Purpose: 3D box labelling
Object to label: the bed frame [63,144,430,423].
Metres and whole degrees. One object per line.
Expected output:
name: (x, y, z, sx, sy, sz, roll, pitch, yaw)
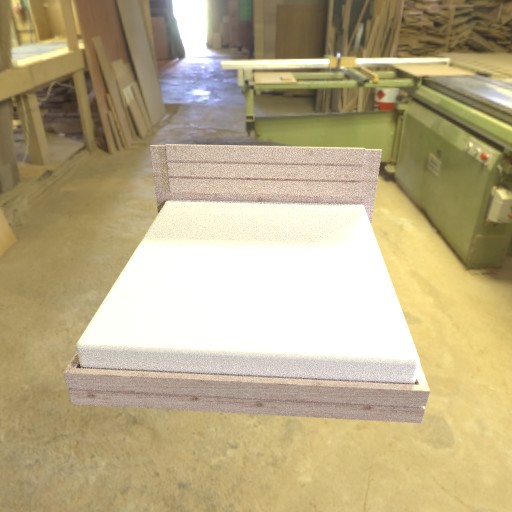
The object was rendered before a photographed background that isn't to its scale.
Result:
bed frame: (0.000, 0.000, 3.072, 1.950, 0.970, 2.080, 2, 30, 3)
